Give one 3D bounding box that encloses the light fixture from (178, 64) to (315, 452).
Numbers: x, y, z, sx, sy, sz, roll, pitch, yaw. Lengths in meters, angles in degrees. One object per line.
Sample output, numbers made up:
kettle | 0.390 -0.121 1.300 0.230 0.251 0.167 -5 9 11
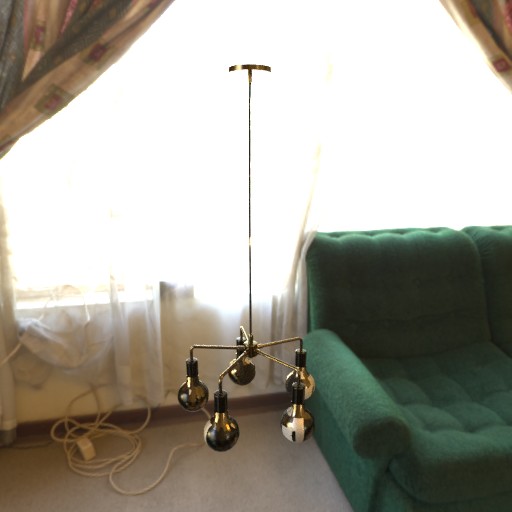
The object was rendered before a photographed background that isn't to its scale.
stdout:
light fixture | 0.000 0.000 1.250 0.421 0.988 0.438 -7 15 -28
